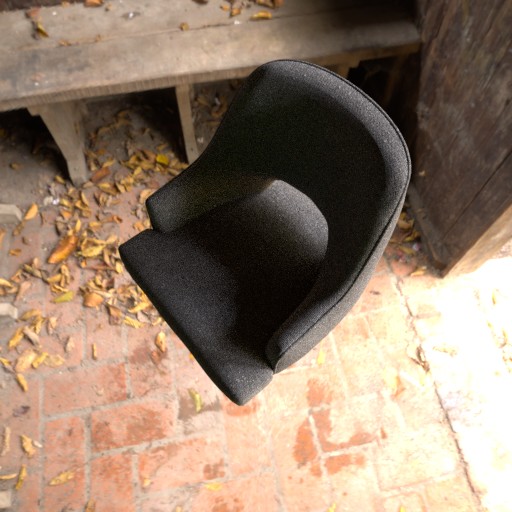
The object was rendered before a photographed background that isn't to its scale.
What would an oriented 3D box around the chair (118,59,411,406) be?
[{"bbox_3d":[0.000,0.000,1.292,0.629,0.875,0.608,-37,69,-17],"label":"chair"}]
